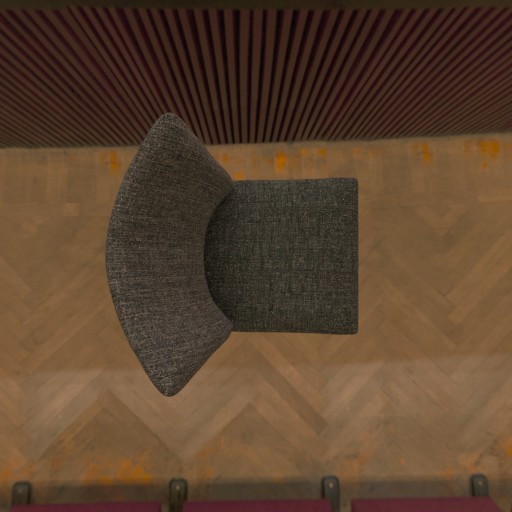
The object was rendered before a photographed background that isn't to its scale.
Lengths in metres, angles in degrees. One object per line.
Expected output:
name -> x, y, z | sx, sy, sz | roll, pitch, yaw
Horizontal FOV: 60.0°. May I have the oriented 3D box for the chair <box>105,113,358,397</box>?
chair -> 0.000, 0.000, 1.284 | 0.623, 0.924, 0.535 | 0, 90, -1
